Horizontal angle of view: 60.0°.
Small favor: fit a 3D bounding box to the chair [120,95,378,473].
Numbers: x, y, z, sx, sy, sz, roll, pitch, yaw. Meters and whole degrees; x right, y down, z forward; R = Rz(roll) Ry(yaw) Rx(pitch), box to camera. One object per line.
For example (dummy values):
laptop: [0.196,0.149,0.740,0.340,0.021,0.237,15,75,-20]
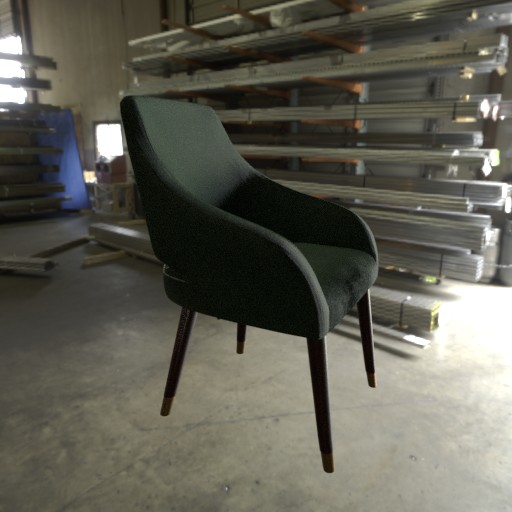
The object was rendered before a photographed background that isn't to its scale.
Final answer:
chair: [0.000,0.000,1.561,0.794,1.081,0.683,7,16,27]
